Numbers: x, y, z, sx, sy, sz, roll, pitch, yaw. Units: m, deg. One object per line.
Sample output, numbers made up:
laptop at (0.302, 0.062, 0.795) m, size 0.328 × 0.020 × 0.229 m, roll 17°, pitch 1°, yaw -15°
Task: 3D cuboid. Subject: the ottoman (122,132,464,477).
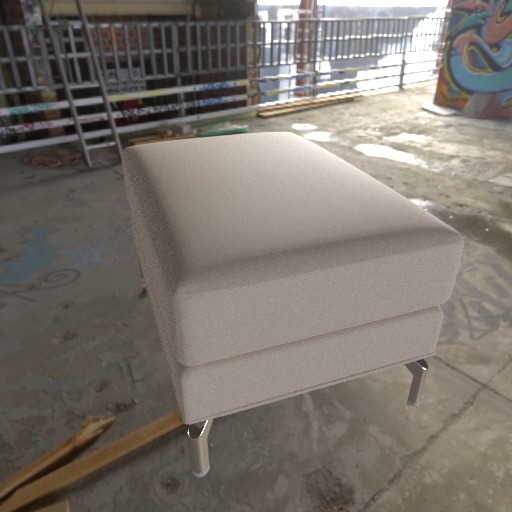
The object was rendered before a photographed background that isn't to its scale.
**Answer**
ottoman at (0.000, 0.000, 1.188) m, size 0.581 × 0.497 × 0.835 m, roll -10°, pitch 31°, yaw -17°
